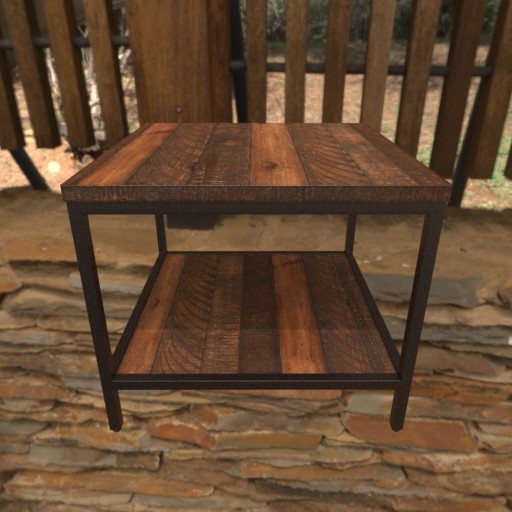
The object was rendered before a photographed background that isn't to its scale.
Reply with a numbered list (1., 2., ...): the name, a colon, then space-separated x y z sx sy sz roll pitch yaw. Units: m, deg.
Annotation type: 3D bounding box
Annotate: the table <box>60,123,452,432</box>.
1. table: 0.000 0.000 0.973 0.553 0.482 0.548 0 25 0
